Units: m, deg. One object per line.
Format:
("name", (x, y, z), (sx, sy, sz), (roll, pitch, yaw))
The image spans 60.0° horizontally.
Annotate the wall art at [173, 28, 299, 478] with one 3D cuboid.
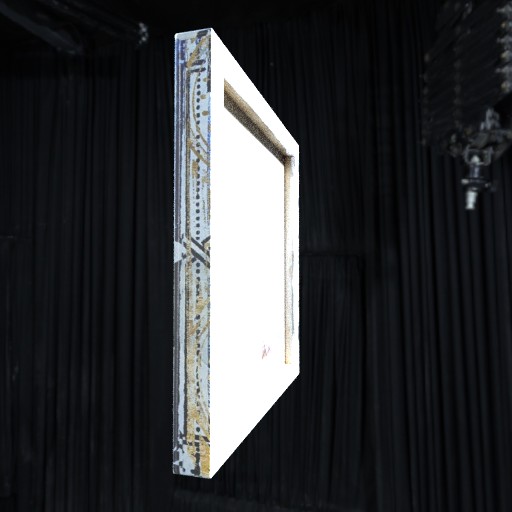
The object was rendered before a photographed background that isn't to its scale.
("wall art", (0.000, 0.000, 0.604), (0.038, 0.410, 0.411), (0, -2, 17))
